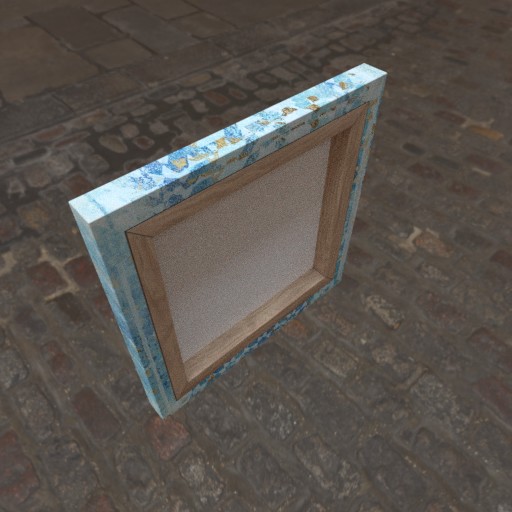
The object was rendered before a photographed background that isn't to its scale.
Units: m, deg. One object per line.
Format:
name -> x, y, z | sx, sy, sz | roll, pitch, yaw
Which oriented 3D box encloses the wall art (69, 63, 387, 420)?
wall art -> 0.000, 0.000, 0.615 | 0.405, 0.405, 0.037 | -34, 56, -27
